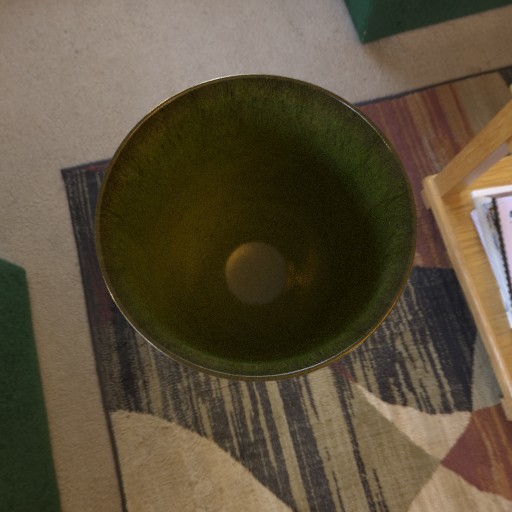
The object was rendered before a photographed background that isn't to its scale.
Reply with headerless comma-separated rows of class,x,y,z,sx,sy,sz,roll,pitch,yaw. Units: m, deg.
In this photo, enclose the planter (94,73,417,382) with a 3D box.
planter,0.000,0.000,0.467,0.245,0.270,0.245,0,76,0
